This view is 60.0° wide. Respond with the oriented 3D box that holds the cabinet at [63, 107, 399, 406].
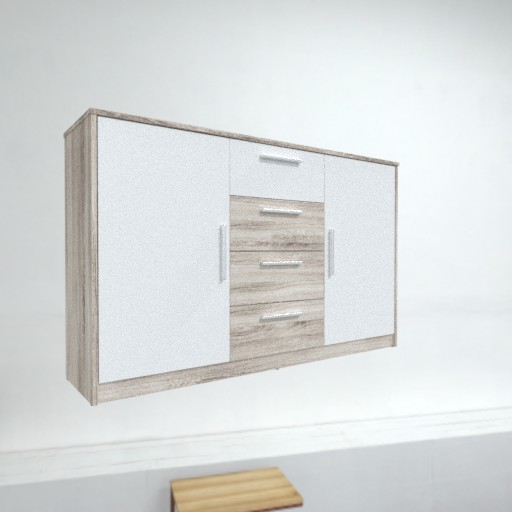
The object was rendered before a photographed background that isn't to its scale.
[{"bbox_3d":[0.000,0.000,1.884,1.450,0.900,0.380,-1,1,-35],"label":"cabinet"}]
